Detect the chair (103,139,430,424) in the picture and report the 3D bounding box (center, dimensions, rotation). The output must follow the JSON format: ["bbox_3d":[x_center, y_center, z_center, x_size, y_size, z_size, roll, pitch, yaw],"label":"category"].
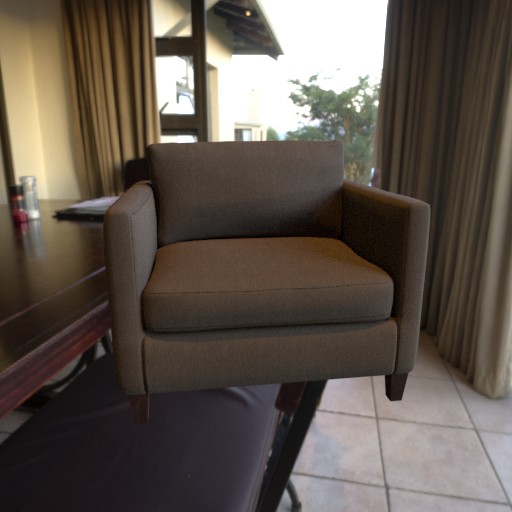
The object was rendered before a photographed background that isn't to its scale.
[{"bbox_3d":[0.000,0.000,1.908,1.107,0.963,0.959,-2,15,-8],"label":"chair"}]
